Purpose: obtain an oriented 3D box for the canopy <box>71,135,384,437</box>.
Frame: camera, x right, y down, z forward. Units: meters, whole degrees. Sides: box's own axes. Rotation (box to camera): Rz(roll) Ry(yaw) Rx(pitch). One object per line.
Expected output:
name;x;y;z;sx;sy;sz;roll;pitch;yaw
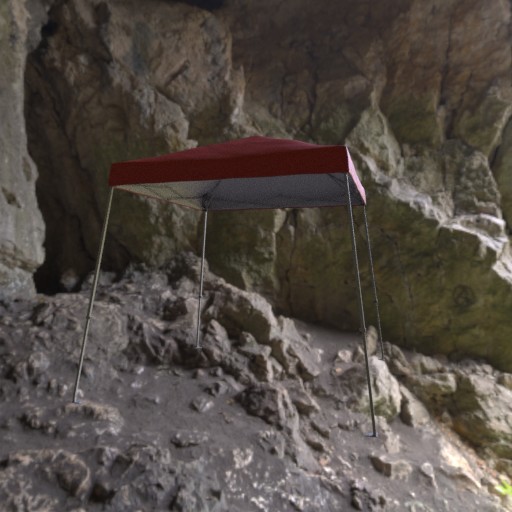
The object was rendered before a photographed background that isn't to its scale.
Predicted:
canopy;0.000;0.000;5.227;2.848;2.849;2.849;0;-1;17
